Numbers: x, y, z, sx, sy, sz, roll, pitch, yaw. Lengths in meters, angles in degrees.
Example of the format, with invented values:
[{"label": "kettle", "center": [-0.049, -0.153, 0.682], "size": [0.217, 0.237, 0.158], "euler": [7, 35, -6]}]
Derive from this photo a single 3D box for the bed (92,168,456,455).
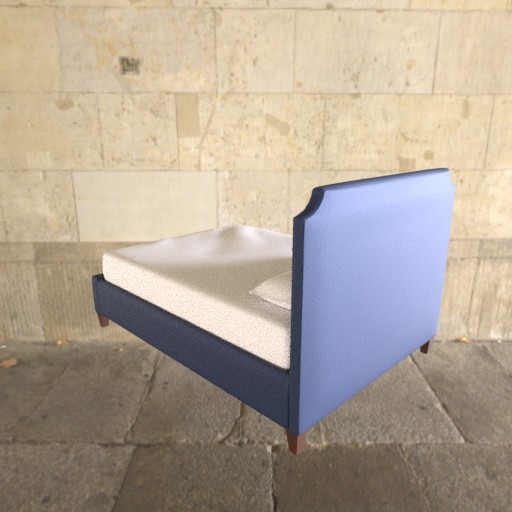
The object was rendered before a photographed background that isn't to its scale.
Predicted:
[{"label": "bed", "center": [0.000, 0.000, 3.513], "size": [1.712, 1.443, 2.372], "euler": [-16, 23, -42]}]
